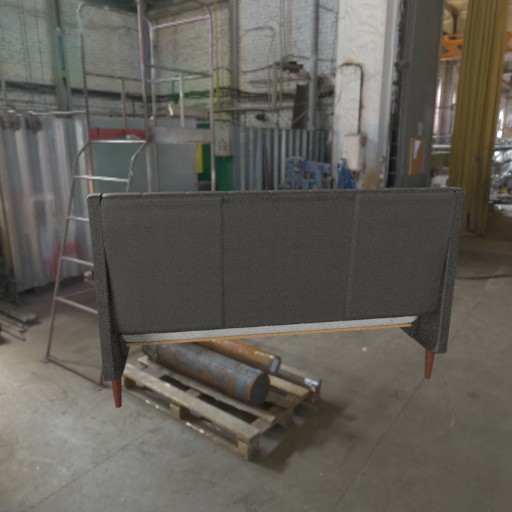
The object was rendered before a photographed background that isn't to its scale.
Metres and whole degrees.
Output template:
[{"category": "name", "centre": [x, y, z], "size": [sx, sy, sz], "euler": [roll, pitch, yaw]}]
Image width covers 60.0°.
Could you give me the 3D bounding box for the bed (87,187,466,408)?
[{"category": "bed", "centre": [0.000, 0.000, 3.262], "size": [1.903, 1.158, 2.031], "euler": [-2, 14, -9]}]
